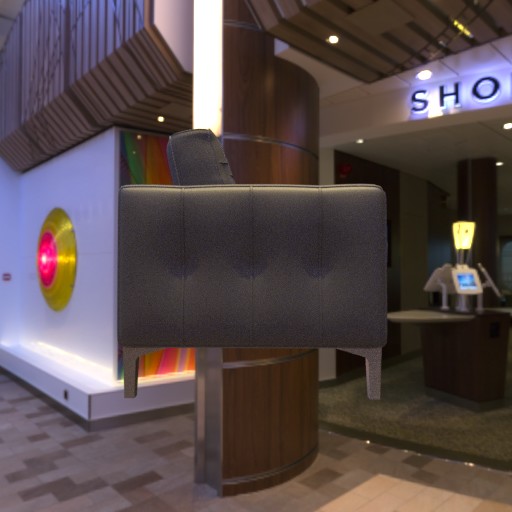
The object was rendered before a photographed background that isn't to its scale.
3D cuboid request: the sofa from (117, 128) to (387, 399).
[{"bbox_3d":[0.000,0.000,2.165,0.833,0.893,1.726,0,-1,1],"label":"sofa"}]
